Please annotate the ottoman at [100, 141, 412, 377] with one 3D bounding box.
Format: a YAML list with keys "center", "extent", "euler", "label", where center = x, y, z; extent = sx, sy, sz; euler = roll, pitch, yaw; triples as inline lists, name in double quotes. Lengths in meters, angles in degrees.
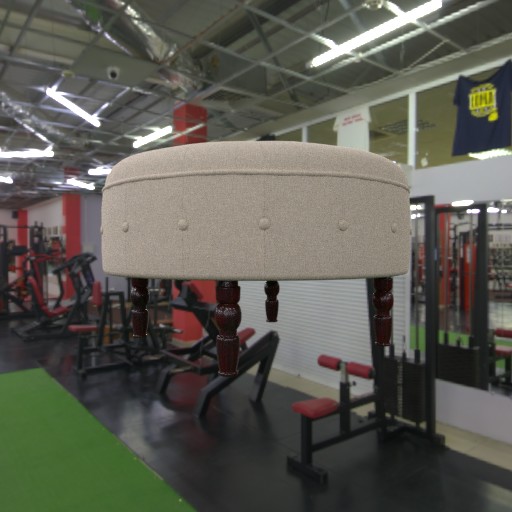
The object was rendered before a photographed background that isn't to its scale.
- center: [0.000, 0.000, 1.291]
  extent: [0.848, 0.494, 0.848]
  euler: [0, 1, 0]
  label: "ottoman"
